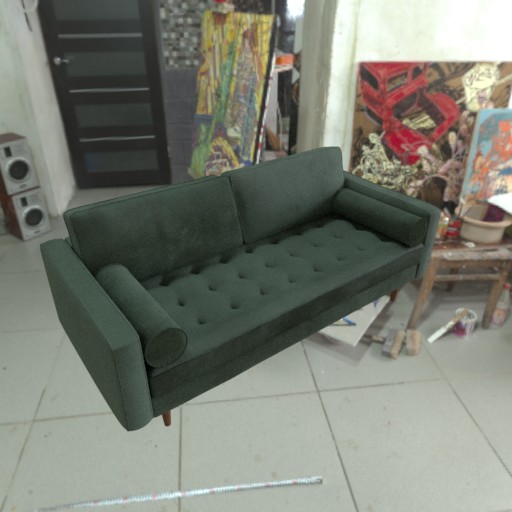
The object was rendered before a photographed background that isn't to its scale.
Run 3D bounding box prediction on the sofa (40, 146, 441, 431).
[{"bbox_3d":[0.000,0.000,2.313,1.880,0.772,0.916,-21,36,-31],"label":"sofa"}]
